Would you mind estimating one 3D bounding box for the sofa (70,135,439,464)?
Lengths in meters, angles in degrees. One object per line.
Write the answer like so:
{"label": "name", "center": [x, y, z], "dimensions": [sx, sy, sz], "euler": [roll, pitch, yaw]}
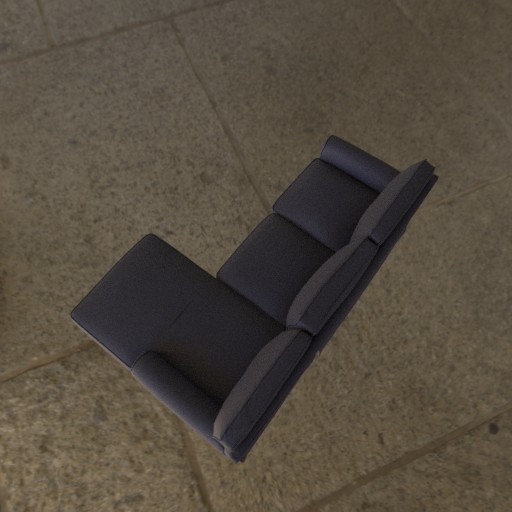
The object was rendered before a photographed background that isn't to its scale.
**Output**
{"label": "sofa", "center": [0.000, 0.000, 3.437], "dimensions": [1.637, 1.039, 2.518], "euler": [35, 70, 14]}
